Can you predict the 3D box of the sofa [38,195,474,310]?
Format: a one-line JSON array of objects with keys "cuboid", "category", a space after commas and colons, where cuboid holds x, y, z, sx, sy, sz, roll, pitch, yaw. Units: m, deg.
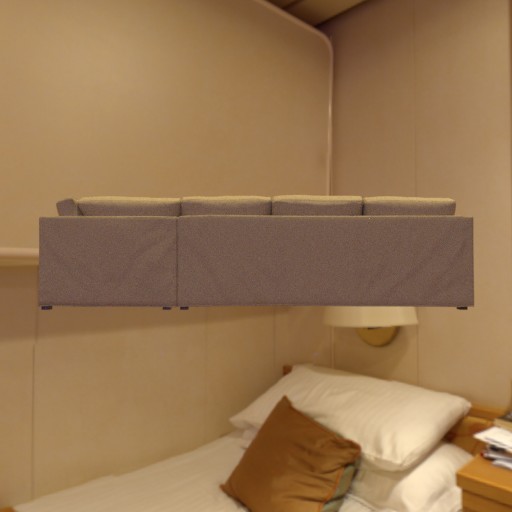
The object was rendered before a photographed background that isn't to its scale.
[{"cuboid": [0.000, 0.000, 4.413, 3.182, 0.871, 2.432, 0, -2, 0], "category": "sofa"}]
